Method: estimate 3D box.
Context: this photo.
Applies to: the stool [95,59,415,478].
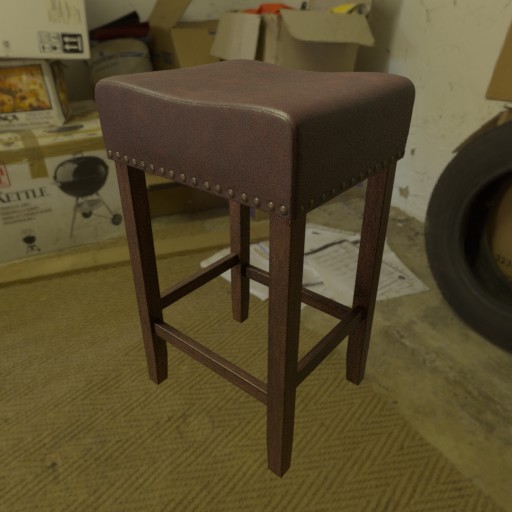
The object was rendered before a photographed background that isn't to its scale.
[{"bbox_3d":[0.000,0.000,1.006,0.465,0.769,0.401,22,37,33],"label":"stool"}]
